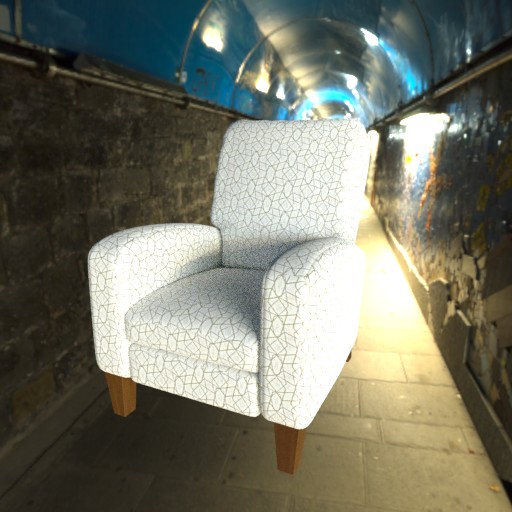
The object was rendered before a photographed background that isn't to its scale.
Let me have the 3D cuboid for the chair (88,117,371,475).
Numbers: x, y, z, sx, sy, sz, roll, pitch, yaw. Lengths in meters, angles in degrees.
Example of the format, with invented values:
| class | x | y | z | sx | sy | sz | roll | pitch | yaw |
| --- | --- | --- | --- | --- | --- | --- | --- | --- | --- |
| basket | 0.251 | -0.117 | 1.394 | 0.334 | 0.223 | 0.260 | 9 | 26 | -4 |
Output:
| class | x | y | z | sx | sy | sz | roll | pitch | yaw |
| --- | --- | --- | --- | --- | --- | --- | --- | --- | --- |
| chair | 0.000 | 0.000 | 1.743 | 0.796 | 1.064 | 0.995 | 7 | 16 | 25 |
